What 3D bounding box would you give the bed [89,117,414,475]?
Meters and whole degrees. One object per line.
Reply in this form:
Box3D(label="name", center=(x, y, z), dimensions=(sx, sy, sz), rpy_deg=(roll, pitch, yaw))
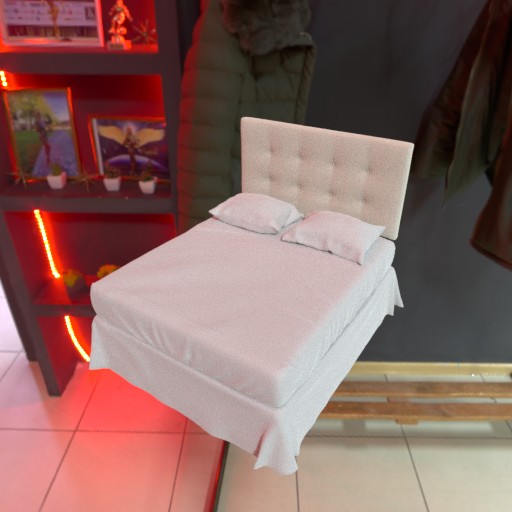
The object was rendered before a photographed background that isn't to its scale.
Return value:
Box3D(label="bed", center=(0.000, 0.000, 3.505), dimensions=(1.936, 1.577, 2.222), rpy_deg=(19, 35, 29))
